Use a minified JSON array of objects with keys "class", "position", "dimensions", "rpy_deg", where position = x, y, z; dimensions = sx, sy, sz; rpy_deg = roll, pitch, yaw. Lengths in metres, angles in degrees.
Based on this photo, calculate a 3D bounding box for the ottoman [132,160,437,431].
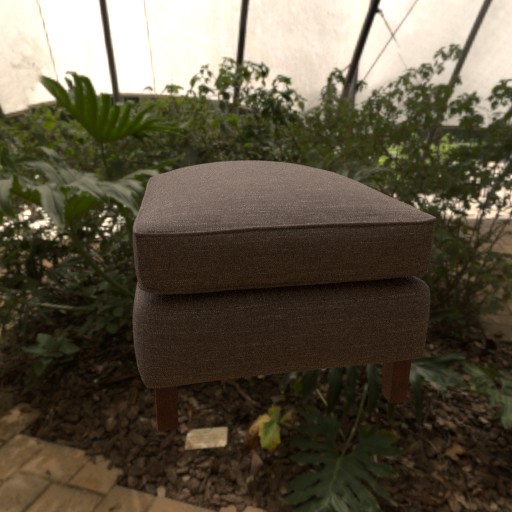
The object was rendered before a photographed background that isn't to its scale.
[{"class":"ottoman","position":[0.000,0.000,0.992],"dimensions":[0.508,0.406,0.686],"rpy_deg":[-3,17,-10]}]
